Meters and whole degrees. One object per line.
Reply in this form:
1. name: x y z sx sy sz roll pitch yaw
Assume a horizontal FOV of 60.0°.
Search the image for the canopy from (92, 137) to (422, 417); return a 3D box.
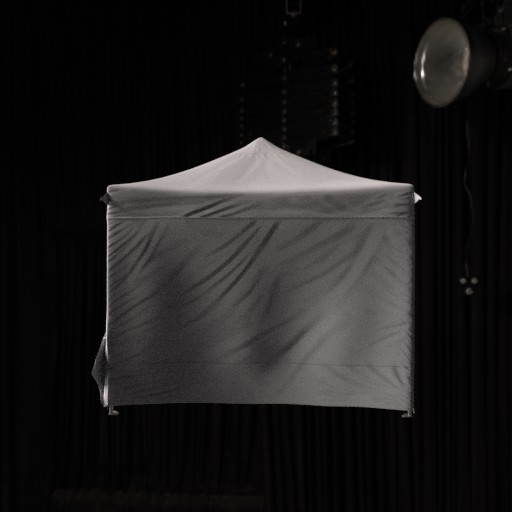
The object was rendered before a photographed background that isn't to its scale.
1. canopy: 0.000 0.000 5.609 3.121 2.997 3.043 0 1 1
